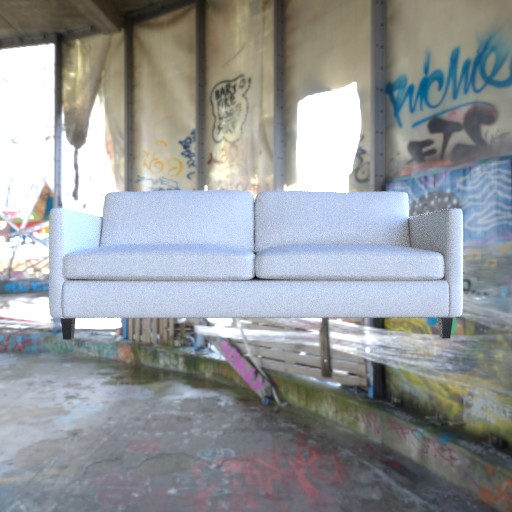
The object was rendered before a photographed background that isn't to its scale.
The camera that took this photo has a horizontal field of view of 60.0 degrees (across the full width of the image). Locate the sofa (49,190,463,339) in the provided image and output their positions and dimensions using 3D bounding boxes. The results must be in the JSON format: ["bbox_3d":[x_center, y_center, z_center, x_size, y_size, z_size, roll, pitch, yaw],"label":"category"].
[{"bbox_3d":[0.000,0.000,3.017,2.434,0.965,0.948,0,1,-1],"label":"sofa"}]
